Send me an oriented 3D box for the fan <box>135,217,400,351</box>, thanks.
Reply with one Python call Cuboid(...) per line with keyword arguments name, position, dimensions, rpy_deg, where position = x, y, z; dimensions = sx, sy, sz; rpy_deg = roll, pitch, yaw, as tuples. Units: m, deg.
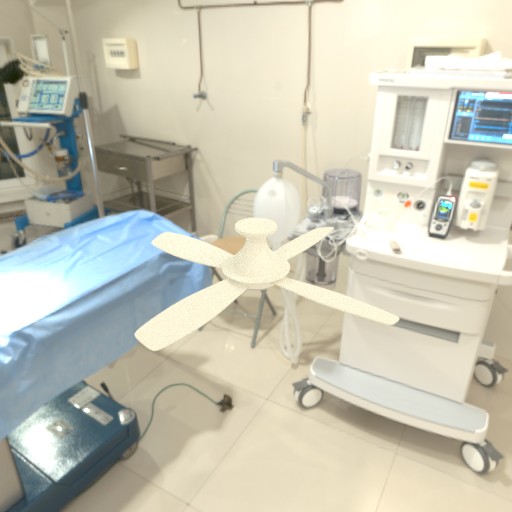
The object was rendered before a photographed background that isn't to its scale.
Cuboid(name="fan", position=(0.000, 0.000, 2.544), dimensions=(1.693, 0.382, 1.694), rpy_deg=(18, 32, 33))
